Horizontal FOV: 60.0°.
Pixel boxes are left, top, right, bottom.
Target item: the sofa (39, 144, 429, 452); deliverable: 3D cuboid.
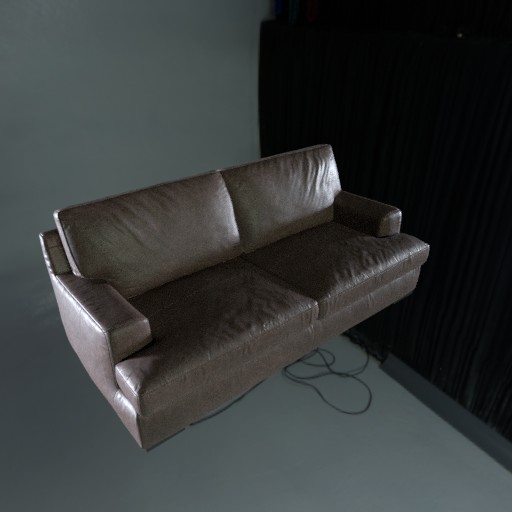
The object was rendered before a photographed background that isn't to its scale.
[{"bbox_3d":[0.000,0.000,2.794,2.261,0.941,1.143,-22,36,-33],"label":"sofa"}]
